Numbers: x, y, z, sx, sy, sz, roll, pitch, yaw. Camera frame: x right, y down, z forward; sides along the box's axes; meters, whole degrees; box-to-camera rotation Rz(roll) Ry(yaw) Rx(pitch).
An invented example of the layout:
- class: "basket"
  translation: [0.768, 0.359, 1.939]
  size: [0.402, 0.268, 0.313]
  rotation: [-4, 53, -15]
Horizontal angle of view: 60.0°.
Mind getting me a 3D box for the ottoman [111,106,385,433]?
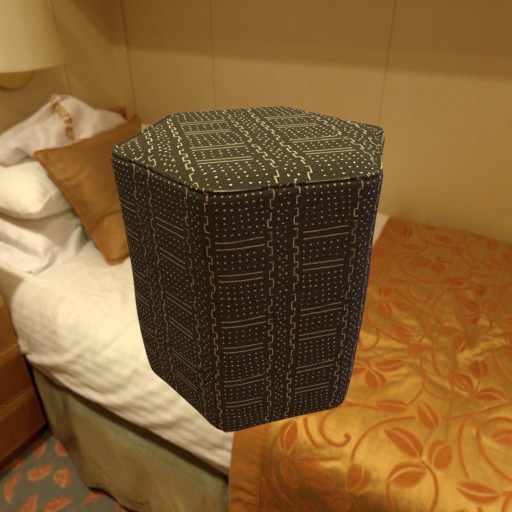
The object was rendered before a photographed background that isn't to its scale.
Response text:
- class: "ottoman"
  translation: [0.000, 0.000, 0.895]
  size: [0.494, 0.502, 0.443]
  rotation: [-8, 32, -13]
